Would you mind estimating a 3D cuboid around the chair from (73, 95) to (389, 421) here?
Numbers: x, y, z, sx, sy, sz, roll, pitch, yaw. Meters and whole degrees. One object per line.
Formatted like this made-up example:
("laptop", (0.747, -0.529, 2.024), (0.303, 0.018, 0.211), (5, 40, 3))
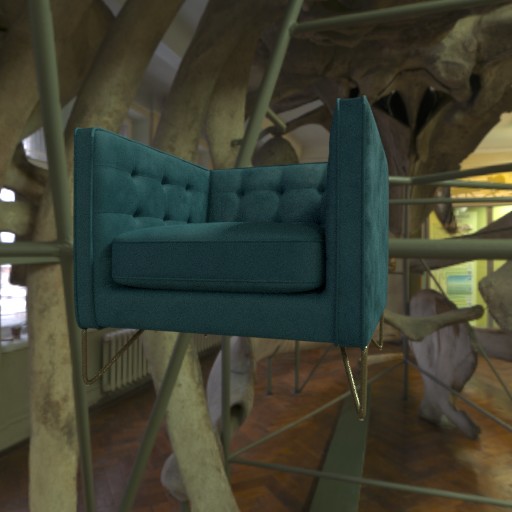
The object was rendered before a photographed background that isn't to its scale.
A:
("chair", (0.000, 0.000, 1.580), (0.880, 0.790, 0.894), (0, 1, 19))
